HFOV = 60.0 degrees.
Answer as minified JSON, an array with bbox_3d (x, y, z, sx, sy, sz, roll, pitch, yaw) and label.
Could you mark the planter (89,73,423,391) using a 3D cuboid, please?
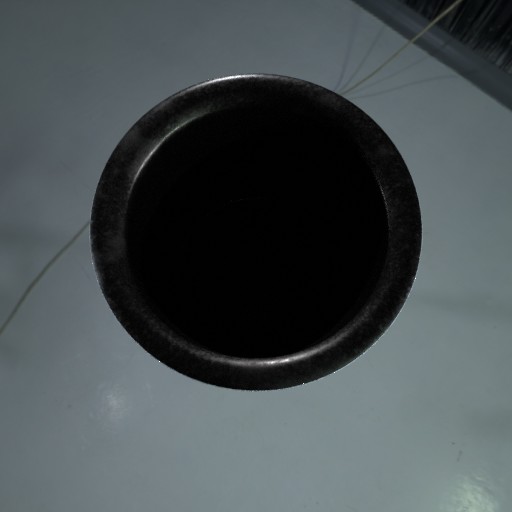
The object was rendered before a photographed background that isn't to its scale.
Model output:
[{"bbox_3d":[0.000,0.000,0.283,0.160,0.156,0.160,0,76,0],"label":"planter"}]
